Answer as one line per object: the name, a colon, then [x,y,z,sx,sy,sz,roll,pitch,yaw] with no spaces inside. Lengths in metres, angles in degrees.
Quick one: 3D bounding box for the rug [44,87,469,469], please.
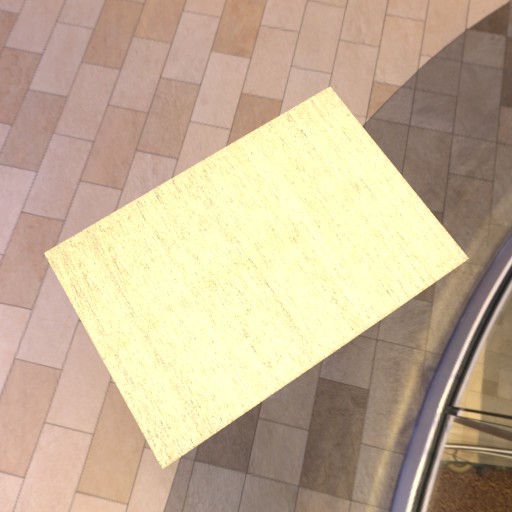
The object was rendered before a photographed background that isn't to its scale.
rug: [0.000,0.000,2.327,1.850,0.015,1.250,-32,77,-8]
